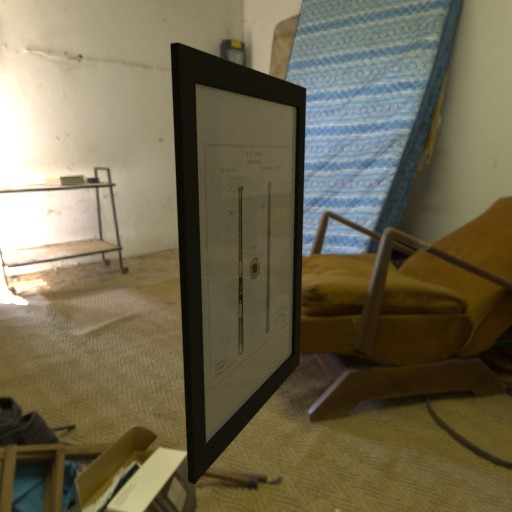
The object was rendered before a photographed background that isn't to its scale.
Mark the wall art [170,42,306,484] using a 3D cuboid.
[{"bbox_3d":[0.000,0.000,0.678,0.012,0.529,0.374,6,15,26],"label":"wall art"}]
